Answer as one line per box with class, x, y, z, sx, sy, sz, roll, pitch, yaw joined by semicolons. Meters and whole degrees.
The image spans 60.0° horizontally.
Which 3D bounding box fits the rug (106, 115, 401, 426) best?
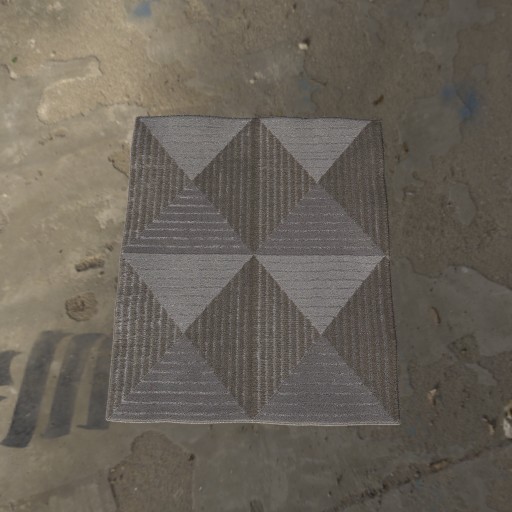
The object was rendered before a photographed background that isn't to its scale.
rug;0.000;0.000;0.899;0.551;0.008;0.642;1;75;0
